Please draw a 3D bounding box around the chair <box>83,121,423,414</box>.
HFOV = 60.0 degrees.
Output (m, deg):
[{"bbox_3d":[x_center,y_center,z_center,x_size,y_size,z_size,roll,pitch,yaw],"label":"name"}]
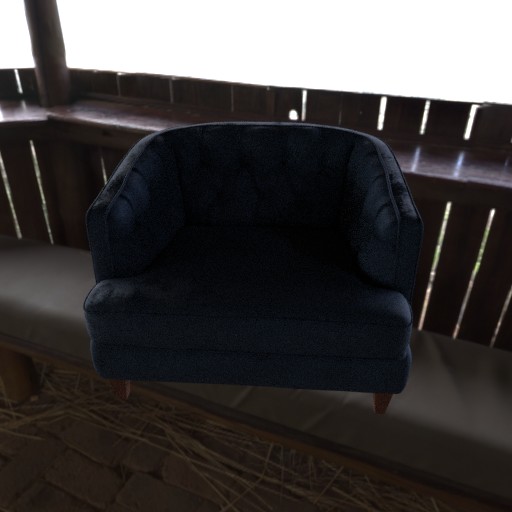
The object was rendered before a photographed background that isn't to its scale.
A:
[{"bbox_3d":[0.000,0.000,1.744,1.094,0.852,0.940,2,28,4],"label":"chair"}]
